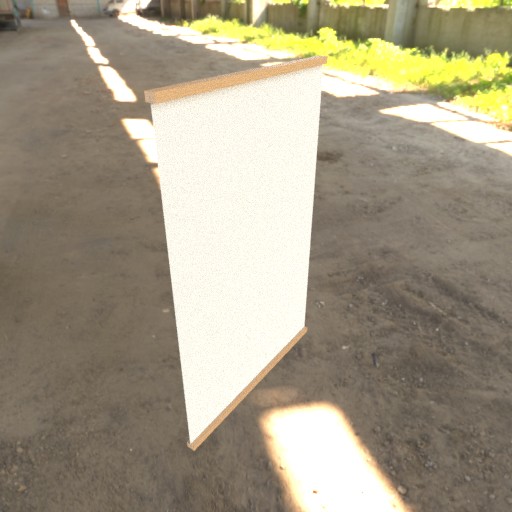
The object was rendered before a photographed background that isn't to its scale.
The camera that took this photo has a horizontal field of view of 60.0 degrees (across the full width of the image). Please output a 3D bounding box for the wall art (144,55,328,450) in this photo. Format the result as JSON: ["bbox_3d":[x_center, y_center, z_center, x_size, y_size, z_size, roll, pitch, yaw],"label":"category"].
[{"bbox_3d":[0.000,0.000,1.304,0.027,1.020,0.669,20,36,30],"label":"wall art"}]
